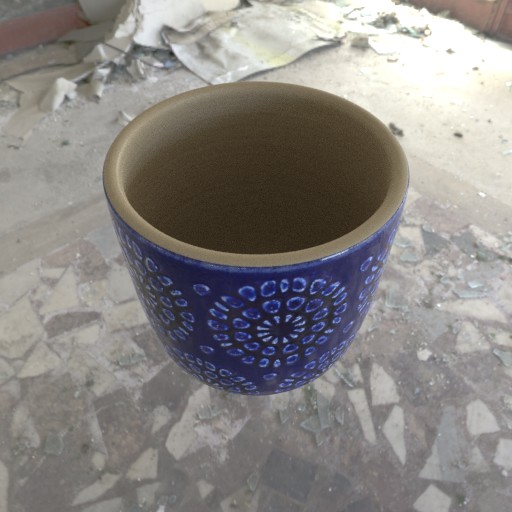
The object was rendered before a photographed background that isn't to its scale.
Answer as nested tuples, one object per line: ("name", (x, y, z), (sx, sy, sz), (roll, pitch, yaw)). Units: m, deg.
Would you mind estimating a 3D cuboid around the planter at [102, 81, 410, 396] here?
("planter", (0.000, 0.000, 0.200), (0.109, 0.112, 0.109), (0, 48, 0))
